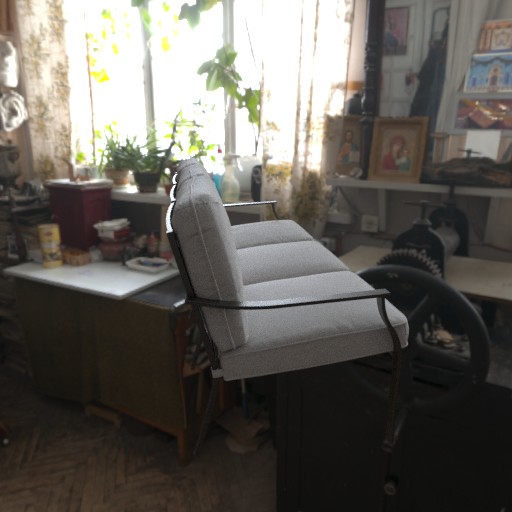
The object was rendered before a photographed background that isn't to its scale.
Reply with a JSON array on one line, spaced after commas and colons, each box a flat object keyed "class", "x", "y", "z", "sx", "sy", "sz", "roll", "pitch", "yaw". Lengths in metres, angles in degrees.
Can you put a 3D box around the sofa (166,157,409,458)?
[{"class": "sofa", "x": 0.000, "y": 0.000, "z": 2.158, "sx": 0.787, "sy": 0.860, "sz": 1.740, "roll": -3, "pitch": 17, "yaw": -9}]
